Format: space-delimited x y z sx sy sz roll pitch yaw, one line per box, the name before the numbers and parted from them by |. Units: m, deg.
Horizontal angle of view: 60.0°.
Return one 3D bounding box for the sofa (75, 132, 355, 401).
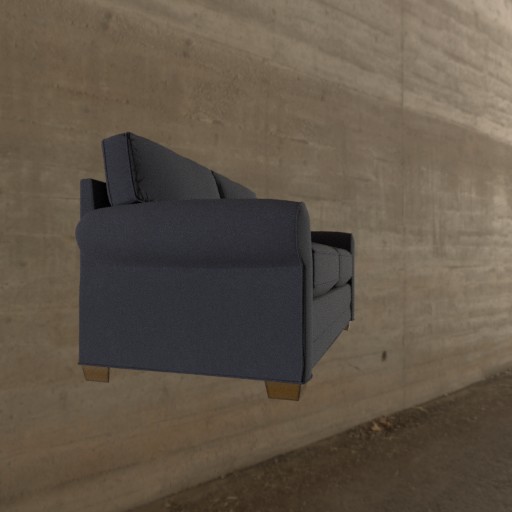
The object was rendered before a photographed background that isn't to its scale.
sofa | 0.000 0.000 2.507 0.951 1.031 2.009 0 -1 18
